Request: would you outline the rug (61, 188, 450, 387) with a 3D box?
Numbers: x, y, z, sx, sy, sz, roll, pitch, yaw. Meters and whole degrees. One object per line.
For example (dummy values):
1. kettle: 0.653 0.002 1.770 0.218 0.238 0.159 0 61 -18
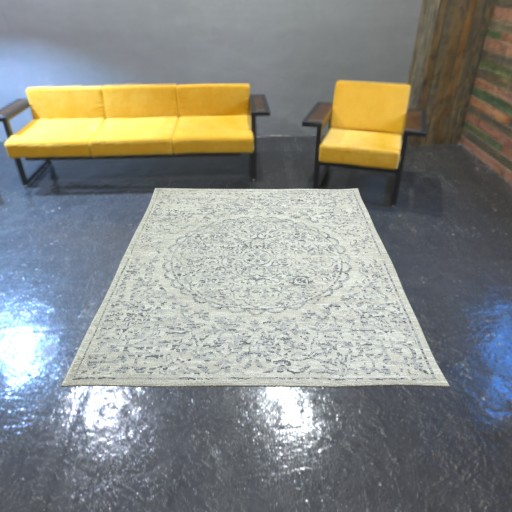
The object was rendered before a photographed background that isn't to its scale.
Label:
1. rug: 0.000 0.000 3.896 2.343 0.026 2.925 0 32 0
